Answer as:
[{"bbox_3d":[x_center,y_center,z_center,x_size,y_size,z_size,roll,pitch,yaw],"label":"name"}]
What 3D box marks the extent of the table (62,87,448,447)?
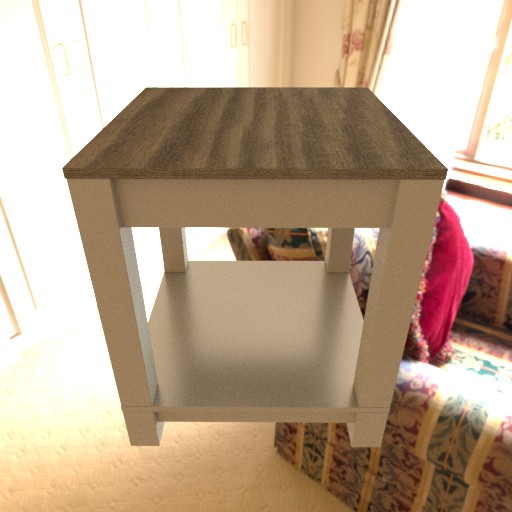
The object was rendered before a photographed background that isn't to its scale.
[{"bbox_3d":[0.000,0.000,0.948,0.504,0.587,0.506,0,32,0],"label":"table"}]
